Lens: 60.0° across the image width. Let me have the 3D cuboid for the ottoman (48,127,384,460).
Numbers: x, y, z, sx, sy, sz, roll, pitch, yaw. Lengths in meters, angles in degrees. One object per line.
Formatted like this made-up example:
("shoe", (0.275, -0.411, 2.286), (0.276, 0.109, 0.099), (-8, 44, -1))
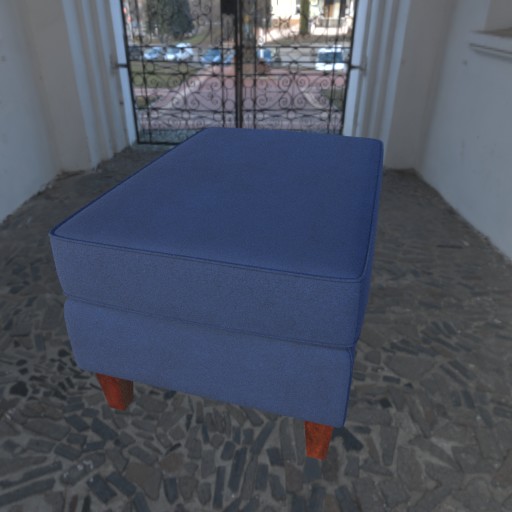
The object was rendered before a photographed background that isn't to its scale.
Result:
("ottoman", (0.000, 0.000, 1.367), (0.686, 0.584, 0.965), (8, 31, 14))
